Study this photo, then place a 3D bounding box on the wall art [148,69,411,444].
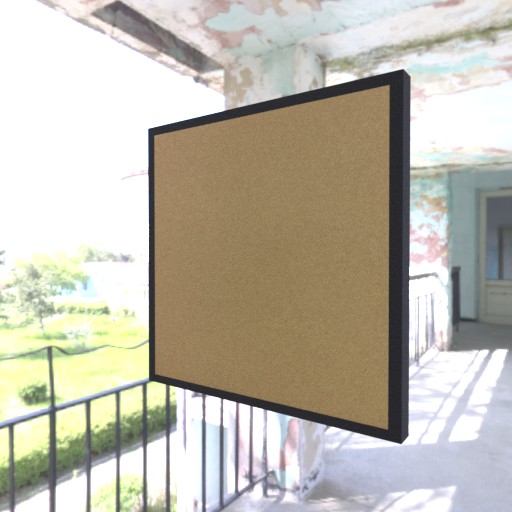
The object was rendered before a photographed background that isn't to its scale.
[{"bbox_3d":[0.000,0.000,0.759,0.508,0.507,0.033,1,1,35],"label":"wall art"}]
